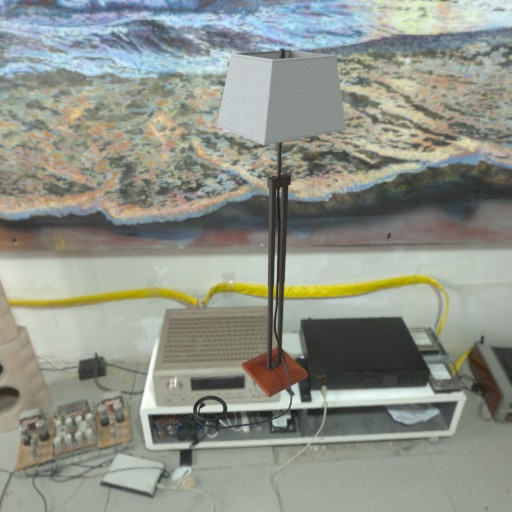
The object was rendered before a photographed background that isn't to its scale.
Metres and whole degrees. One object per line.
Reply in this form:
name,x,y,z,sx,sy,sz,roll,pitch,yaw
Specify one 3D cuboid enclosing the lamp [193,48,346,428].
lamp,0.000,0.000,2.037,0.745,1.712,0.472,-18,34,-29
